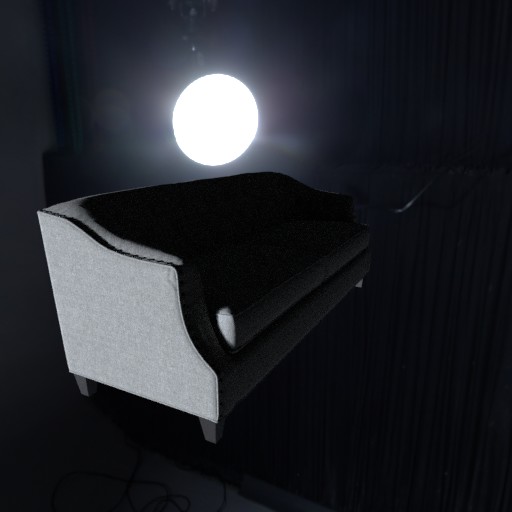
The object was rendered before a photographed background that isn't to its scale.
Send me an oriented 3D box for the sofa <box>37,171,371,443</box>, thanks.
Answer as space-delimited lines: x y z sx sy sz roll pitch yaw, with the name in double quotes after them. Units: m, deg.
0.000 0.000 2.705 0.914 0.901 2.235 8 17 27 "sofa"
